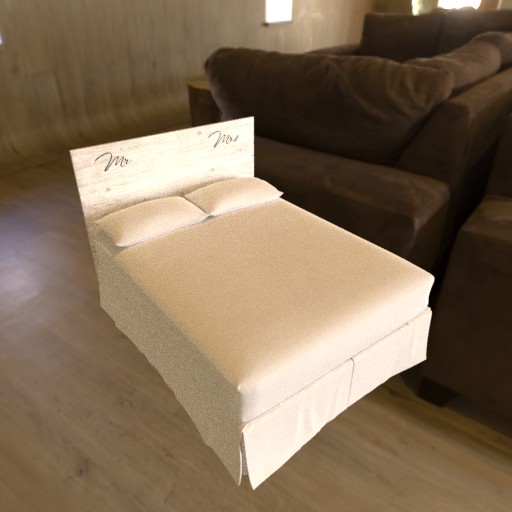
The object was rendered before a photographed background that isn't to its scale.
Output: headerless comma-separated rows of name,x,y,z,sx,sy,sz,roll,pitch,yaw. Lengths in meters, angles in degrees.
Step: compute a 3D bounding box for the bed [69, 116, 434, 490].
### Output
bed,0.000,0.000,3.162,1.745,1.335,2.094,-21,37,-31
